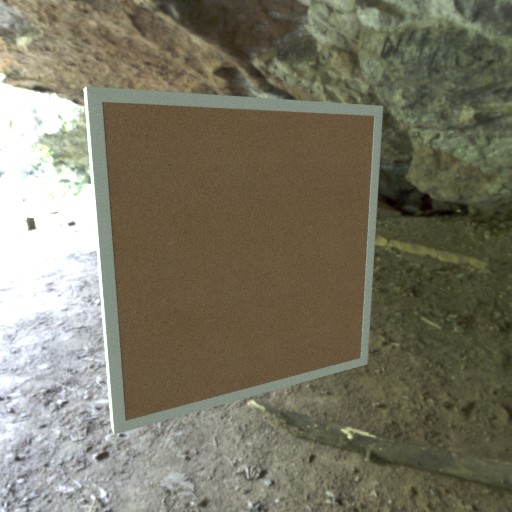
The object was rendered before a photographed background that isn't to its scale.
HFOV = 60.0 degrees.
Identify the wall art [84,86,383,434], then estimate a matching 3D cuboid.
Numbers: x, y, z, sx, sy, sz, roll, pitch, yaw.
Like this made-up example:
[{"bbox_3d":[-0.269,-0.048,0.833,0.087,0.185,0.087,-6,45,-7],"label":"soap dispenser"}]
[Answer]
[{"bbox_3d":[0.000,0.000,1.128,0.760,0.760,0.036,-7,14,-27],"label":"wall art"}]
